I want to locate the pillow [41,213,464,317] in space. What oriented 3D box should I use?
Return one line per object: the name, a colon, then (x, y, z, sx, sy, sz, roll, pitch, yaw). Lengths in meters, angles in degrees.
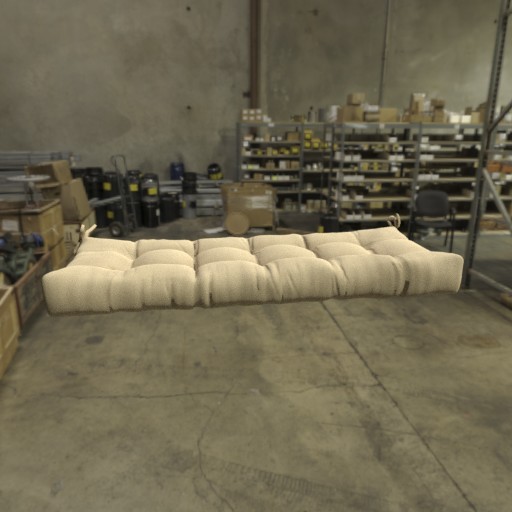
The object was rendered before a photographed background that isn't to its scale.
pillow: (0.000, 0.000, 1.392, 1.194, 0.174, 0.511, -2, 17, -8)
